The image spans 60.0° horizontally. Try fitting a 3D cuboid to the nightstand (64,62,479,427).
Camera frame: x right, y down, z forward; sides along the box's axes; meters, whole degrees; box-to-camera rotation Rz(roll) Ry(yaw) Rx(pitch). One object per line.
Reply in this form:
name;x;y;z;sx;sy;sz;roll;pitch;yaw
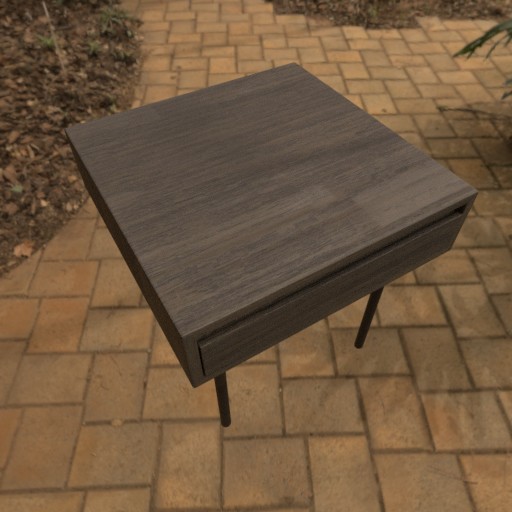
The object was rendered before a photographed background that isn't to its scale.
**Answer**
nightstand;0.000;0.000;0.922;0.502;0.497;0.503;-24;53;-20
